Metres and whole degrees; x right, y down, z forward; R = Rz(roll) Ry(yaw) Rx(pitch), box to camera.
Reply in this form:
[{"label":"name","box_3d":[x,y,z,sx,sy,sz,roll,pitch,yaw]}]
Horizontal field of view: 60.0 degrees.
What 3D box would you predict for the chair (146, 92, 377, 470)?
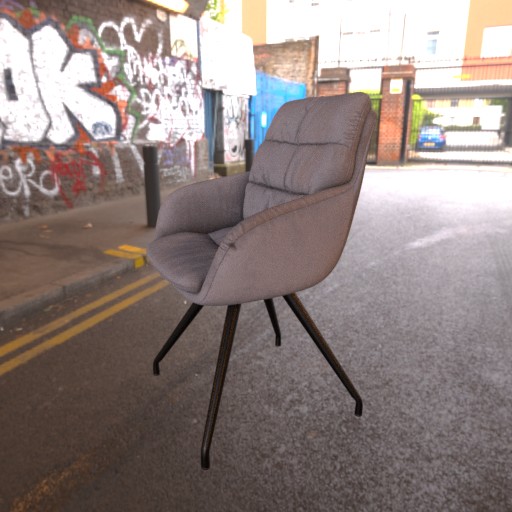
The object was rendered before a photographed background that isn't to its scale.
[{"label":"chair","box_3d":[0.000,0.000,1.276,0.569,0.888,0.579,-8,18,-25]}]
